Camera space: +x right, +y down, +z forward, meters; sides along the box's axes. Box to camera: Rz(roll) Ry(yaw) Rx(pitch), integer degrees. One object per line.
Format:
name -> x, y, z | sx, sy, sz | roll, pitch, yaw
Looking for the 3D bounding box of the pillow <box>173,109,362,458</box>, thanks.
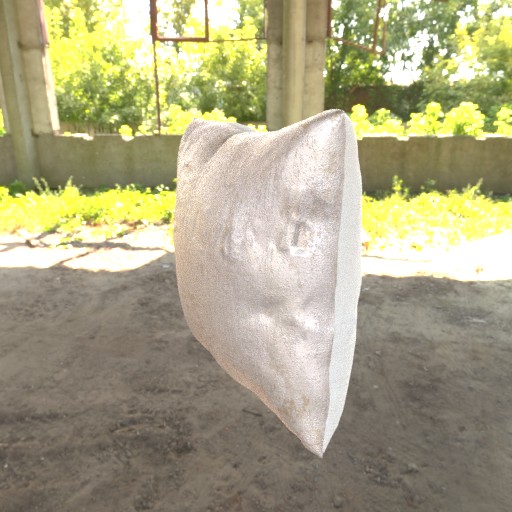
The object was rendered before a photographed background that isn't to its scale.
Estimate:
pillow -> 0.000, 0.000, 0.729 | 0.245, 0.448, 0.450 | -8, 19, -25
